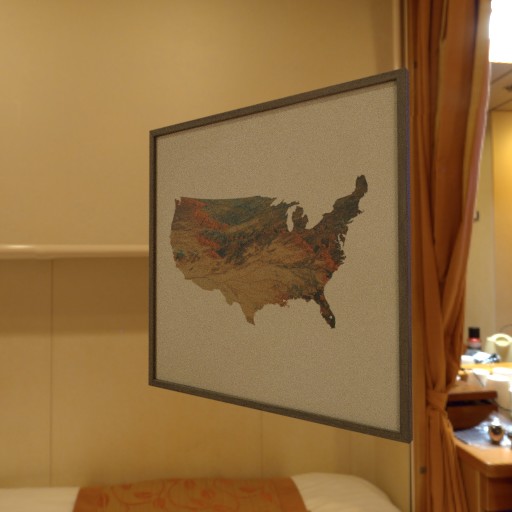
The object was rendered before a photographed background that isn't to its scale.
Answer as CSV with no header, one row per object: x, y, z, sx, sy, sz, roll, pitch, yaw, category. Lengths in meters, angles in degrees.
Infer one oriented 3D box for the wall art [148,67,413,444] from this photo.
0.000,0.000,0.746,0.508,0.507,0.016,-1,-1,35,wall art
